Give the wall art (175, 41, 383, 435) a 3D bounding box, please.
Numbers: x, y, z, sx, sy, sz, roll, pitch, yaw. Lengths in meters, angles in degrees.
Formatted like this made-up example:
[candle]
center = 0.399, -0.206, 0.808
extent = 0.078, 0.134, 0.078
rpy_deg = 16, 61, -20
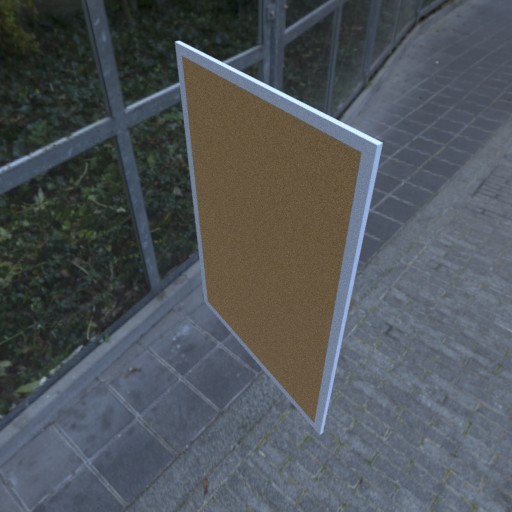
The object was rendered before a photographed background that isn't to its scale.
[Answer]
[wall art]
center = 0.000, 0.000, 1.203
extent = 0.013, 0.940, 0.659
rpy_deg = -26, 48, -26
